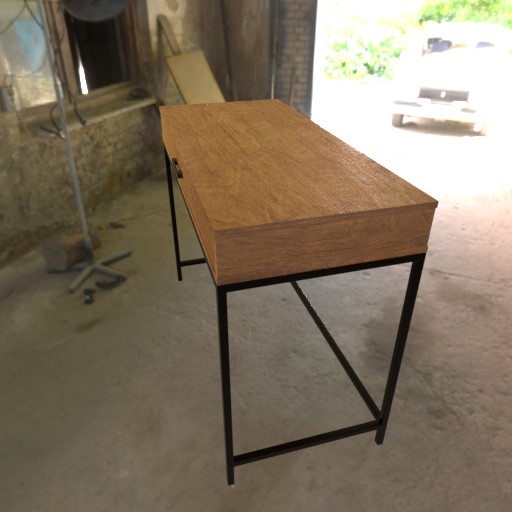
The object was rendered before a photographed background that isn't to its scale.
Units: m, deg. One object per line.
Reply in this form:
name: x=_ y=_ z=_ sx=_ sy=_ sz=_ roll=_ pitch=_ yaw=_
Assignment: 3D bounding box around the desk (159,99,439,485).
desk: x=0.000 y=0.000 z=1.445 sx=0.470 sy=0.762 sz=1.016 roll=-8 pitch=32 yaw=-14
